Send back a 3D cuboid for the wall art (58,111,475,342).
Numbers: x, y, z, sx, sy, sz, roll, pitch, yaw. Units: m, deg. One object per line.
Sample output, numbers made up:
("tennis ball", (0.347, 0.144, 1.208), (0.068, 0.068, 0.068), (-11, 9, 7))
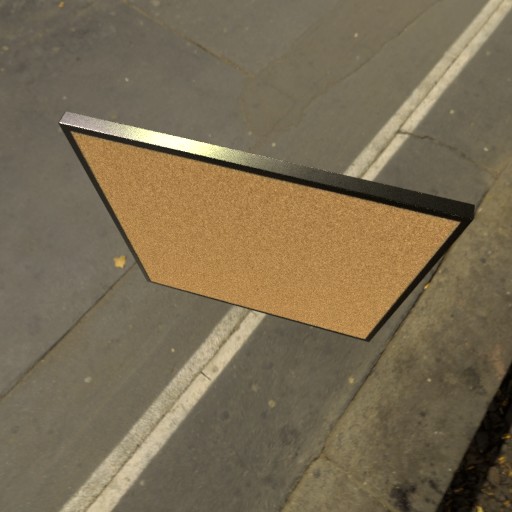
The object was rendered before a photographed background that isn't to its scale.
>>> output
("wall art", (0.000, 0.000, 0.518), (0.349, 0.349, 0.014), (14, 65, 7))
